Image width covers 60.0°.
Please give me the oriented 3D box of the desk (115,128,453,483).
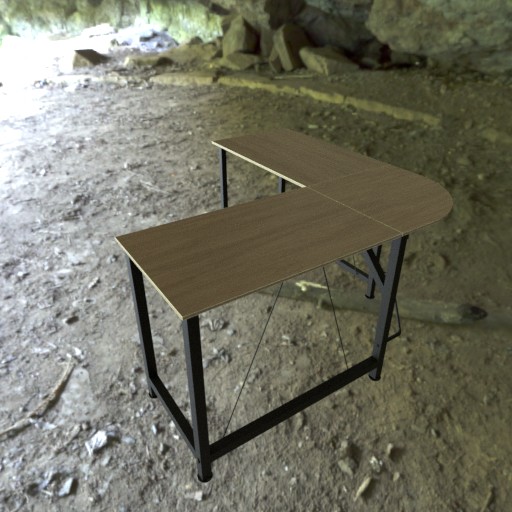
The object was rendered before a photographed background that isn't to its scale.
[{"bbox_3d":[0.000,0.000,2.189,1.400,0.762,1.400,-19,35,-29],"label":"desk"}]
